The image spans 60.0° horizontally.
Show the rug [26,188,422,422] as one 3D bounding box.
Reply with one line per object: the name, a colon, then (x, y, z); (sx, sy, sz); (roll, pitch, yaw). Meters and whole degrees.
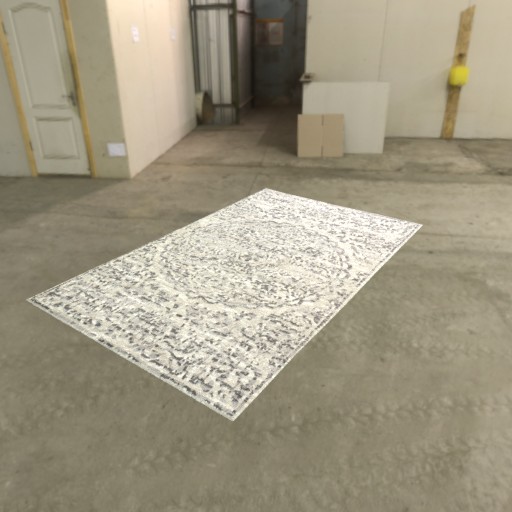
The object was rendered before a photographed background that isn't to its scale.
rug: (0.000, 0.000, 3.053); (1.527, 0.021, 2.447); (18, 32, 31)
